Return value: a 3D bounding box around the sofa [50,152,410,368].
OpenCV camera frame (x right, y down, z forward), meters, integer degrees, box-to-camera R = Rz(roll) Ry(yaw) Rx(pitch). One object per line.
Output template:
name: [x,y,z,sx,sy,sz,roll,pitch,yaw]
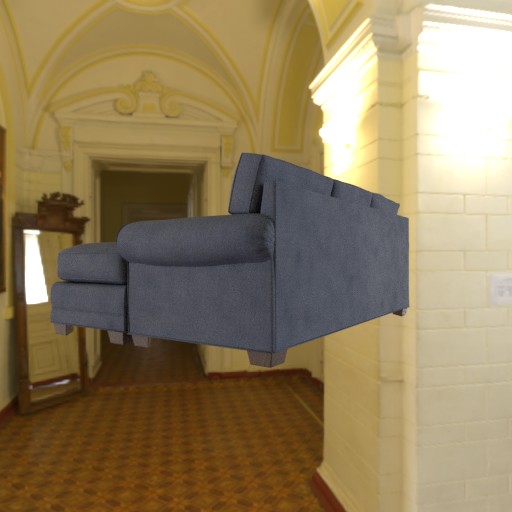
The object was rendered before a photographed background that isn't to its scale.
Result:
sofa: [0.000,0.000,3.526,1.780,1.063,2.567,0,0,34]
